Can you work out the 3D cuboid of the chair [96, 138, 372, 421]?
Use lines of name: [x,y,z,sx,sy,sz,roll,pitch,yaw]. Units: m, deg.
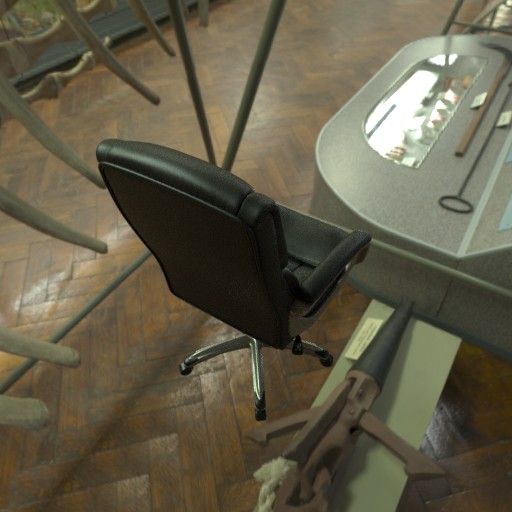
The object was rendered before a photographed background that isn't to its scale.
chair: [0.000,0.000,1.554,0.663,1.155,0.739,24,51,22]
